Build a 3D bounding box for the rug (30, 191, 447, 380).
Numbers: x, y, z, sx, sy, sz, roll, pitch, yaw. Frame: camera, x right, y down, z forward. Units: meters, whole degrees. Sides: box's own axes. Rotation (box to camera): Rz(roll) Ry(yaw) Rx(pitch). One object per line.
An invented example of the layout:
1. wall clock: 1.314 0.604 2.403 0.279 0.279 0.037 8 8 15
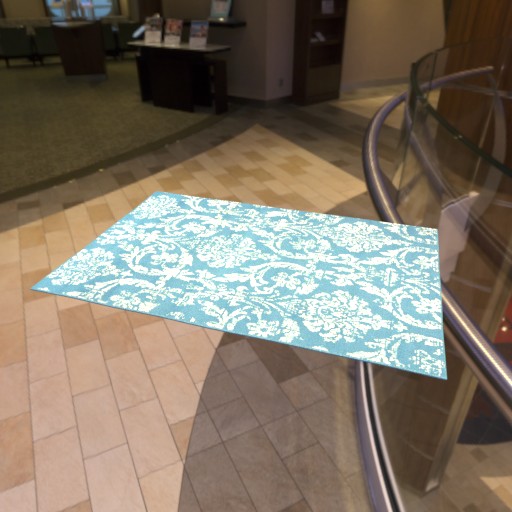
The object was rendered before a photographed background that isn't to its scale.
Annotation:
1. rug: 0.000 0.000 2.326 1.833 0.012 1.211 9 33 15
